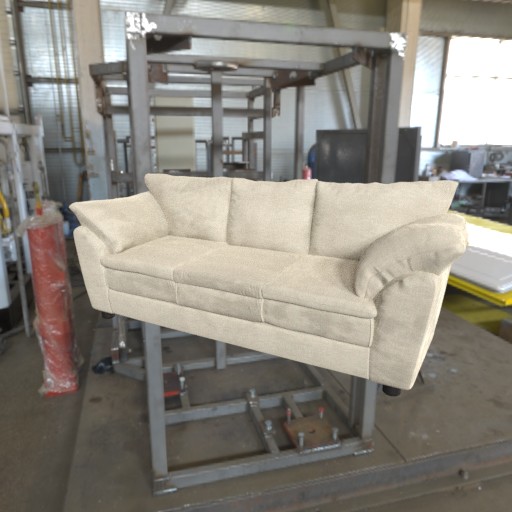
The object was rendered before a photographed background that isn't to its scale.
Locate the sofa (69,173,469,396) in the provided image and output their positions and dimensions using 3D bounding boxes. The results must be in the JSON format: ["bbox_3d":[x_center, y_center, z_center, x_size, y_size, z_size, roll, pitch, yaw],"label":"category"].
[{"bbox_3d":[0.000,0.000,2.757,2.377,0.981,0.893,8,17,28],"label":"sofa"}]
